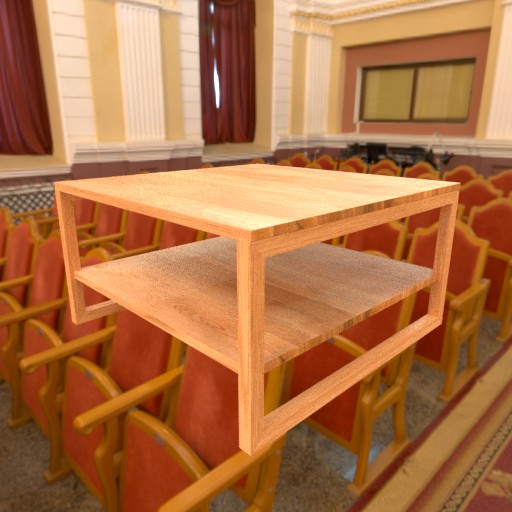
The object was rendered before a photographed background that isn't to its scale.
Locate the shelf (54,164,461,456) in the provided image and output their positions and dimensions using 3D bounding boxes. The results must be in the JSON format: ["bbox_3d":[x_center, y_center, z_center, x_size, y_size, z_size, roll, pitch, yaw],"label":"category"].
[{"bbox_3d":[0.000,0.000,1.454,0.899,0.480,0.899,-16,23,-42],"label":"shelf"}]
